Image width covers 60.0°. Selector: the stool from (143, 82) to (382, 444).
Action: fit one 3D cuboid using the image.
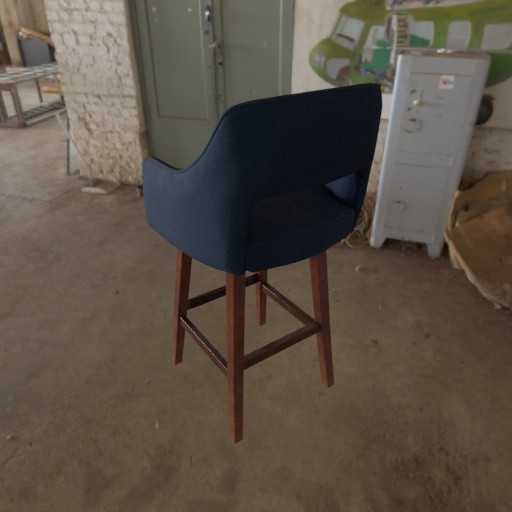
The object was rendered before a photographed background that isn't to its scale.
[{"bbox_3d":[0.000,0.000,1.344,0.550,1.041,0.560,-20,36,-30],"label":"stool"}]
